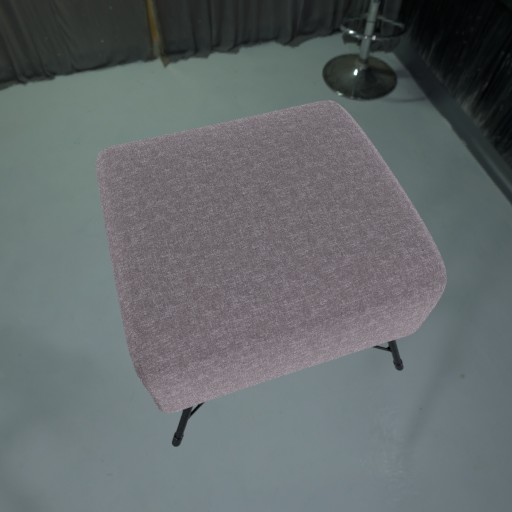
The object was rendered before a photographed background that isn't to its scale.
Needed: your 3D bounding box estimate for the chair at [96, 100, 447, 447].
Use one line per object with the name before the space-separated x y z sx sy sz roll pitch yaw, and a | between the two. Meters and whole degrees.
chair | 0.000 0.000 0.915 0.530 0.410 0.530 -15 58 -10
